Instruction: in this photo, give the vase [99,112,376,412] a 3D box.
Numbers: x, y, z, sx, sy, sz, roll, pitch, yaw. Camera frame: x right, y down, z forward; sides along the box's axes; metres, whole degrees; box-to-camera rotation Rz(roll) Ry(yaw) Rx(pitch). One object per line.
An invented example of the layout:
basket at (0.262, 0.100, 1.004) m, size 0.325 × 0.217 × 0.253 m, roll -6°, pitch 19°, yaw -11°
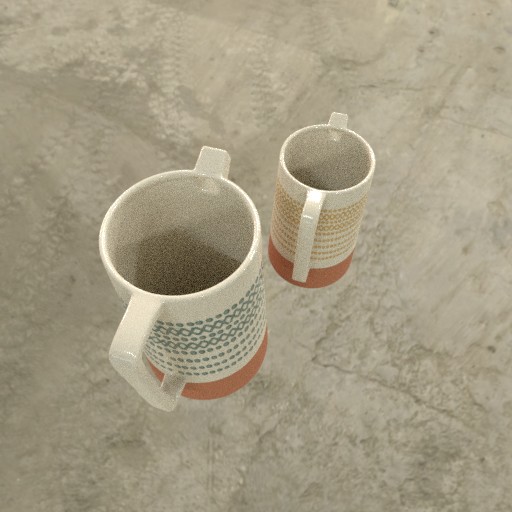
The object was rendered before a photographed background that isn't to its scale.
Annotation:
vase at (0.000, 0.000, 0.461) m, size 0.326 × 0.247 × 0.168 m, roll -29°, pitch 62°, yaw -17°
